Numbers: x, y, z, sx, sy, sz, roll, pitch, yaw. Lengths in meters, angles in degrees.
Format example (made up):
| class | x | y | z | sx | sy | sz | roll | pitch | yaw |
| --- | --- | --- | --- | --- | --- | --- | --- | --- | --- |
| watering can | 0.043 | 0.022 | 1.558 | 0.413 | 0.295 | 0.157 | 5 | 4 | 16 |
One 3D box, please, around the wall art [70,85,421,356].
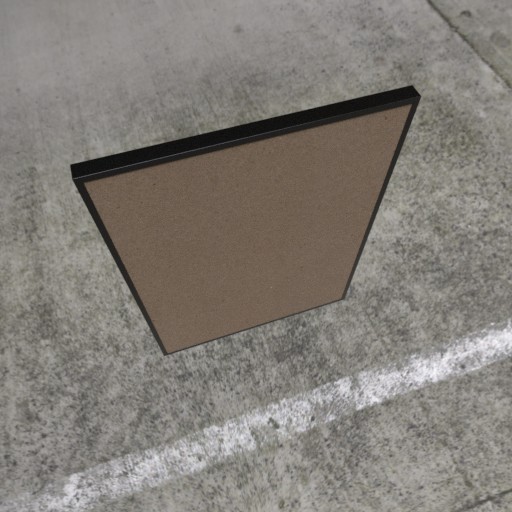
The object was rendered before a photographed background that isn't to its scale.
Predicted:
| class | x | y | z | sx | sy | sz | roll | pitch | yaw |
| --- | --- | --- | --- | --- | --- | --- | --- | --- | --- |
| wall art | 0.000 | 0.000 | 1.404 | 0.788 | 1.046 | 0.043 | -16 | 59 | -10 |
